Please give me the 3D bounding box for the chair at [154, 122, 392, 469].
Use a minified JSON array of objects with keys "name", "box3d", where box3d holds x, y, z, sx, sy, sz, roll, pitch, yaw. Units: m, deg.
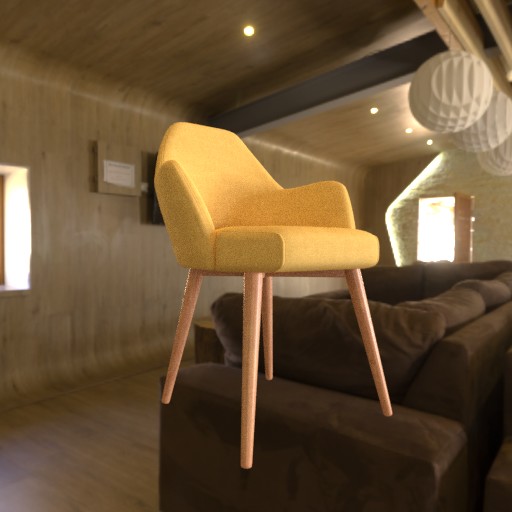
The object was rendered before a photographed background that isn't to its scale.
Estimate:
[{"name":"chair","box3d":[0.000,0.000,1.234,0.590,0.840,0.610,-1,1,-37]}]
